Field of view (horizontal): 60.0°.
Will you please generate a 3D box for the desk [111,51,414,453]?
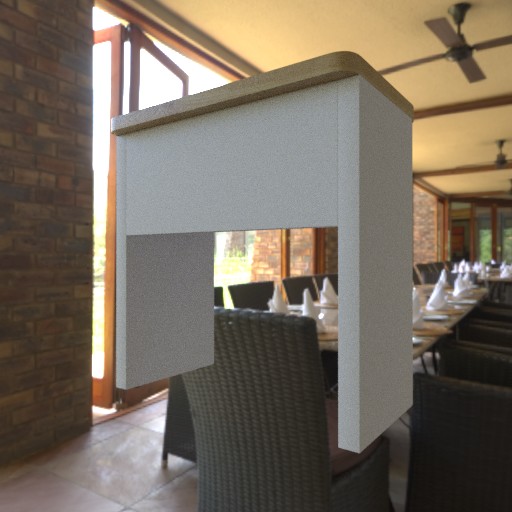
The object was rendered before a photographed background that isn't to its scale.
[{"bbox_3d":[0.000,0.000,1.238,0.760,0.790,0.440,0,0,36],"label":"desk"}]
